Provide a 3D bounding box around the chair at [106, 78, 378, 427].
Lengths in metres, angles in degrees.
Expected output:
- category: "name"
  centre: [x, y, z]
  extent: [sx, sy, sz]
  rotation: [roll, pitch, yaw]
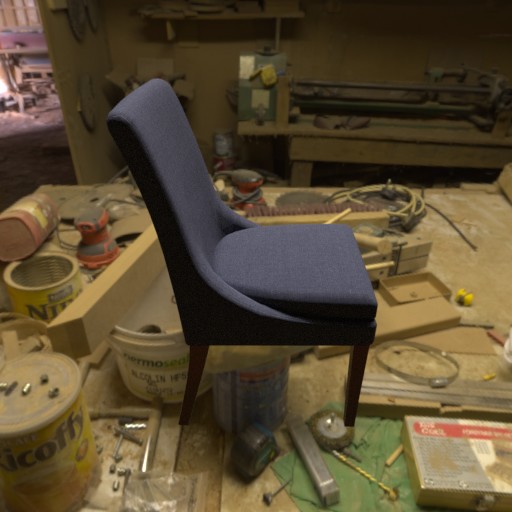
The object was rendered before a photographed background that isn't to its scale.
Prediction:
- category: "chair"
  centre: [0.000, 0.000, 1.351]
  extent: [0.655, 0.952, 0.508]
  rotation: [1, 31, 1]
